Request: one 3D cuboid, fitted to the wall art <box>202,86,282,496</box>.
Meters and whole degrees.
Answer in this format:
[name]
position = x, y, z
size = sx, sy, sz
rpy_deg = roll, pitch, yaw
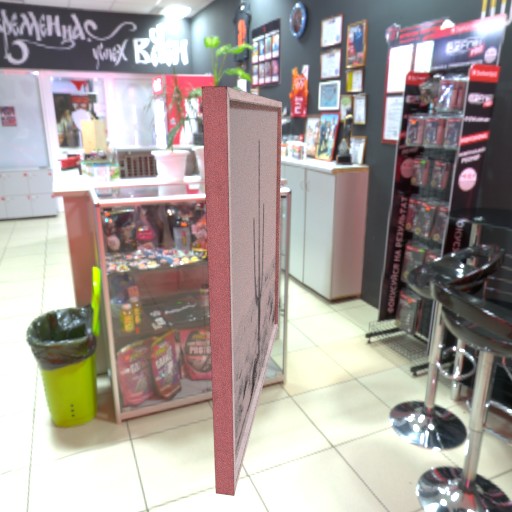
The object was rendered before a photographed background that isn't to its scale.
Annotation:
[wall art]
position = 0.000, 0.000, 1.128
size = 0.038, 0.762, 0.762
rpy_deg = 3, 18, 9
